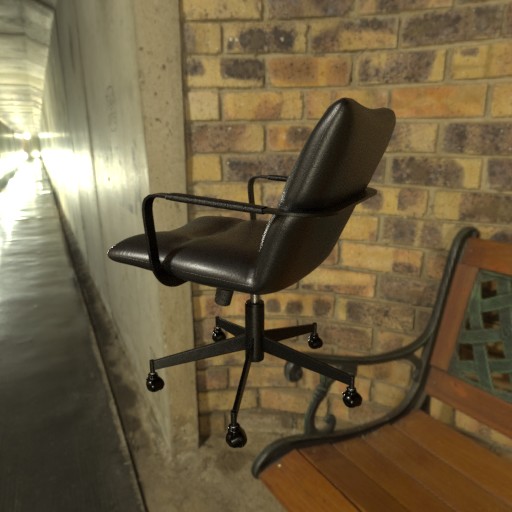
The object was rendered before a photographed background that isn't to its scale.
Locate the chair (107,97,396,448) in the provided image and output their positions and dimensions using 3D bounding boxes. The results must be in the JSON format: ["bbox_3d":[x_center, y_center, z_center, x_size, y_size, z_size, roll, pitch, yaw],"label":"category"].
[{"bbox_3d":[0.000,0.000,1.445,0.748,0.922,0.719,8,17,26],"label":"chair"}]
